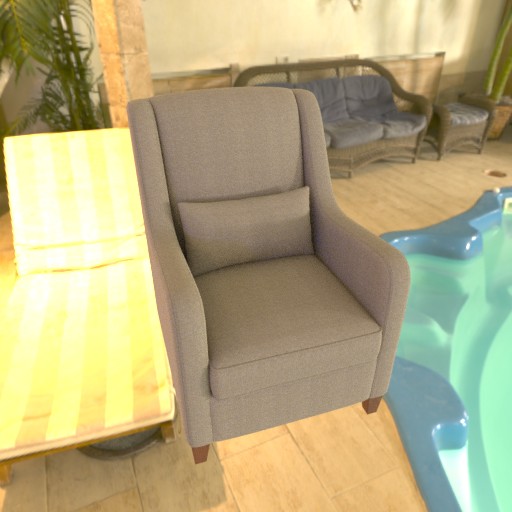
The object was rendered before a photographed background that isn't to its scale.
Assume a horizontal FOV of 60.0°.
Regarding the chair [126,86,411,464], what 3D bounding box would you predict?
[{"bbox_3d":[0.000,0.000,1.593,0.715,1.017,0.890,-10,32,-16],"label":"chair"}]
